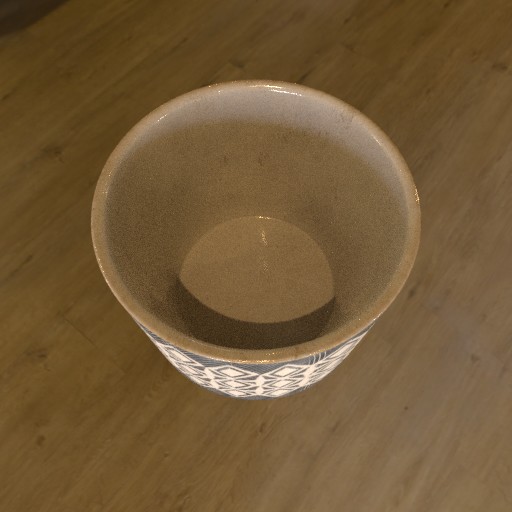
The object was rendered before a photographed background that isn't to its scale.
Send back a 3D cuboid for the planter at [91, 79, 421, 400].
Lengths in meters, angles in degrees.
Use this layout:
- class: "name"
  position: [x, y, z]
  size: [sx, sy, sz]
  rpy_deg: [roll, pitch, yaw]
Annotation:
- class: "planter"
  position: [0.000, 0.000, 0.219]
  size: [0.126, 0.104, 0.126]
  rpy_deg: [0, 65, 0]
